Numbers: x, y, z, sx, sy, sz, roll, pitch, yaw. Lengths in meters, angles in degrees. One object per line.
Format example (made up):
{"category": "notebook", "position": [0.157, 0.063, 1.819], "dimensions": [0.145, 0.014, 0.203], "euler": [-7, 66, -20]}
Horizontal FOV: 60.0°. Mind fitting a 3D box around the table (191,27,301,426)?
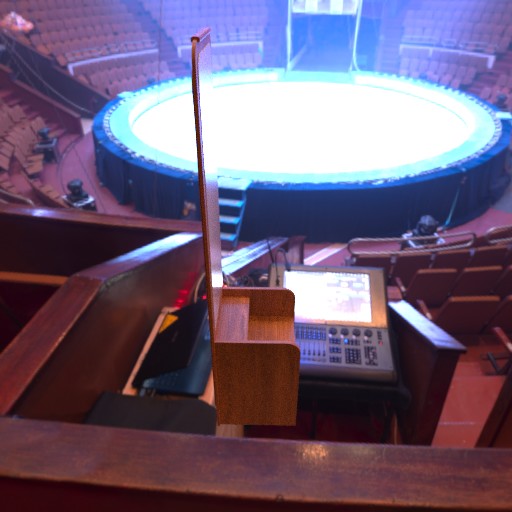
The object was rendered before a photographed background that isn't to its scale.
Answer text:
{"category": "table", "position": [0.000, 0.000, 2.017], "dimensions": [0.420, 1.830, 0.450], "euler": [1, 32, 1]}
